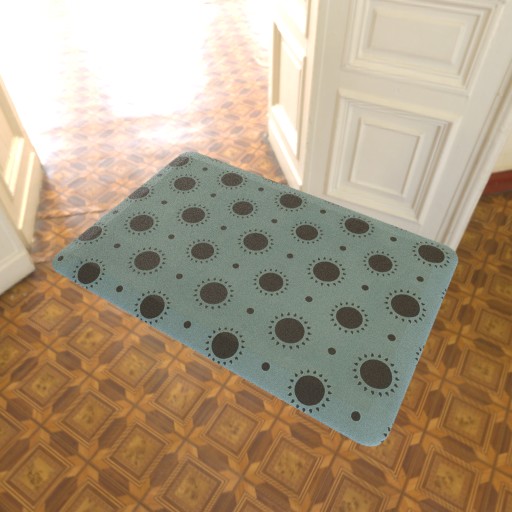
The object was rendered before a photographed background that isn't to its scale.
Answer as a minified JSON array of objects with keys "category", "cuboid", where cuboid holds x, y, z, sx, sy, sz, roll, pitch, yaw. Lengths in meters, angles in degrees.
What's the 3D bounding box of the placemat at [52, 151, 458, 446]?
[{"category":"placemat","cuboid":[0.000,0.000,0.965,0.762,0.021,0.508,24,52,20]}]
